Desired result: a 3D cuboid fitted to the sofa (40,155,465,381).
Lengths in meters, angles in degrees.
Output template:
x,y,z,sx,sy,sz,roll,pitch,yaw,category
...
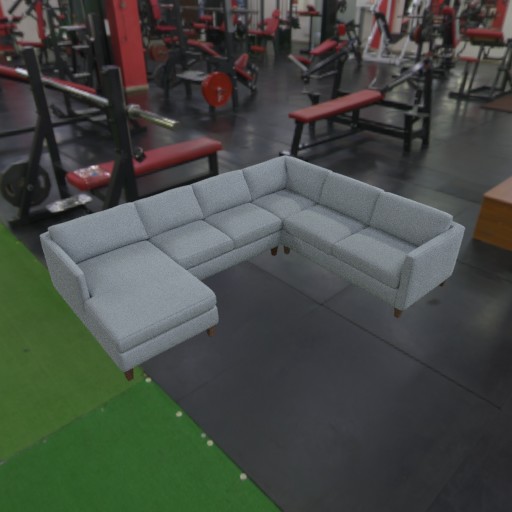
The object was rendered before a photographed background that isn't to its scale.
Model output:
x,y,z,sx,sy,sz,roll,pitch,yaw,category
0.000,0.000,4.347,3.238,0.853,2.551,-24,39,-33,sofa
